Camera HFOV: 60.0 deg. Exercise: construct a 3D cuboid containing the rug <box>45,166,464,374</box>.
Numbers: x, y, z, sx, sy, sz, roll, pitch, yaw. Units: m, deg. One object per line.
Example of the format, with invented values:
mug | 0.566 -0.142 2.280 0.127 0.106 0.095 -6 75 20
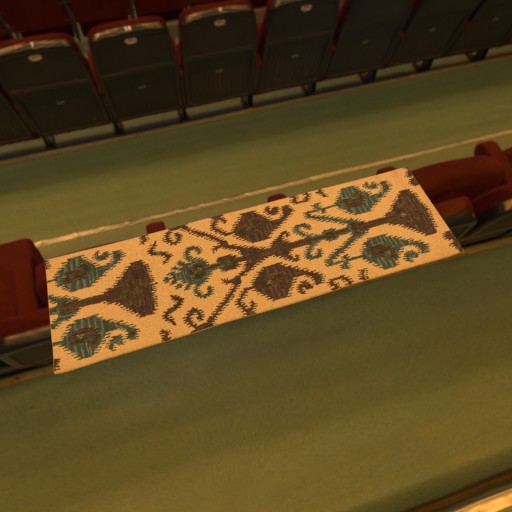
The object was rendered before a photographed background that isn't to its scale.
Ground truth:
rug | 0.000 0.000 2.530 2.301 0.017 0.692 -16 60 -9
